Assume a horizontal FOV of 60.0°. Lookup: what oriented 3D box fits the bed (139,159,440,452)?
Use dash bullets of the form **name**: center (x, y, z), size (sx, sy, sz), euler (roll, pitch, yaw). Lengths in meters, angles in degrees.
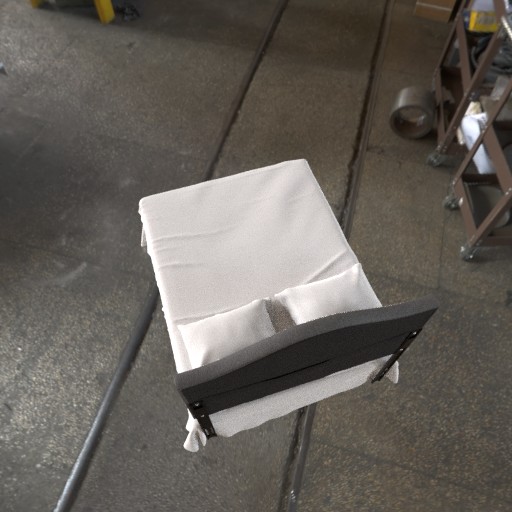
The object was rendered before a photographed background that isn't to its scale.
- **bed**: center (0.000, 0.000, 3.506), size (1.876, 1.645, 2.221), euler (-16, 60, -9)
